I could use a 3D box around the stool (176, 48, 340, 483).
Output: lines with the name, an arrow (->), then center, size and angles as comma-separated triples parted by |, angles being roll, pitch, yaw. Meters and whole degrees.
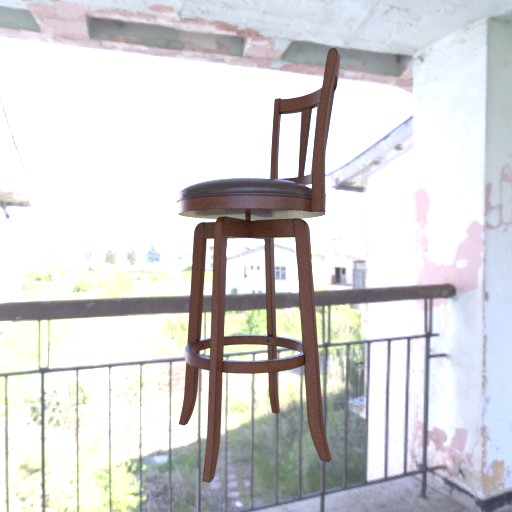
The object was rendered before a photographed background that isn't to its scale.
stool -> 0.000, 0.000, 1.416 | 0.503, 1.177, 0.464 | 0, 1, -19
